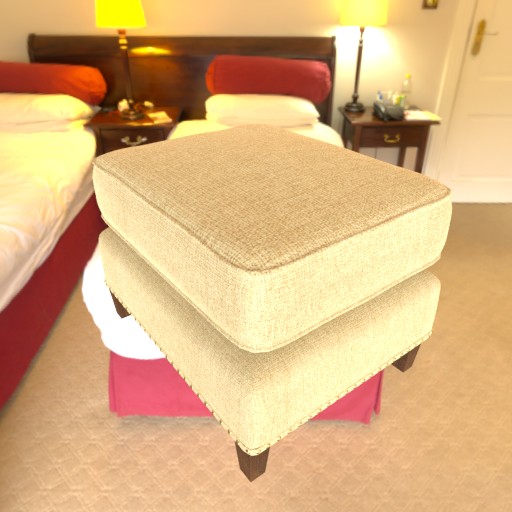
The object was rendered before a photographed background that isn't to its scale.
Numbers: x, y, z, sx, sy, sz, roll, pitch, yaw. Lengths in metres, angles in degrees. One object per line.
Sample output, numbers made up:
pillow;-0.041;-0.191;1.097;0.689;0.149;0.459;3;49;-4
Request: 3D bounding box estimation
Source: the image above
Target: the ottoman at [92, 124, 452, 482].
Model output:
ottoman;0.000;0.000;1.134;0.589;0.537;0.738;-21;37;-31
